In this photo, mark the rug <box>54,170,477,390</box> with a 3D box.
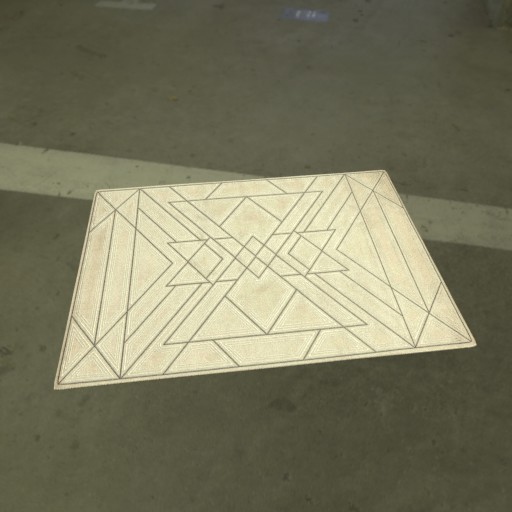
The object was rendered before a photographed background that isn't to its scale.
[{"bbox_3d":[0.000,0.000,4.323,3.381,0.026,2.436,-5,47,-4],"label":"rug"}]
